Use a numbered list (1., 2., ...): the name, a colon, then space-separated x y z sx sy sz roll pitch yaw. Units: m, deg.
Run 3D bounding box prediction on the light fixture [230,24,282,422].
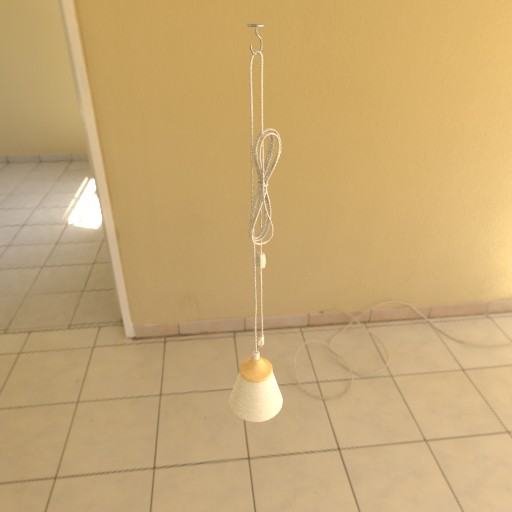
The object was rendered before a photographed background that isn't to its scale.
1. light fixture: 0.000 0.000 1.042 0.153 0.966 0.153 -8 31 -14
